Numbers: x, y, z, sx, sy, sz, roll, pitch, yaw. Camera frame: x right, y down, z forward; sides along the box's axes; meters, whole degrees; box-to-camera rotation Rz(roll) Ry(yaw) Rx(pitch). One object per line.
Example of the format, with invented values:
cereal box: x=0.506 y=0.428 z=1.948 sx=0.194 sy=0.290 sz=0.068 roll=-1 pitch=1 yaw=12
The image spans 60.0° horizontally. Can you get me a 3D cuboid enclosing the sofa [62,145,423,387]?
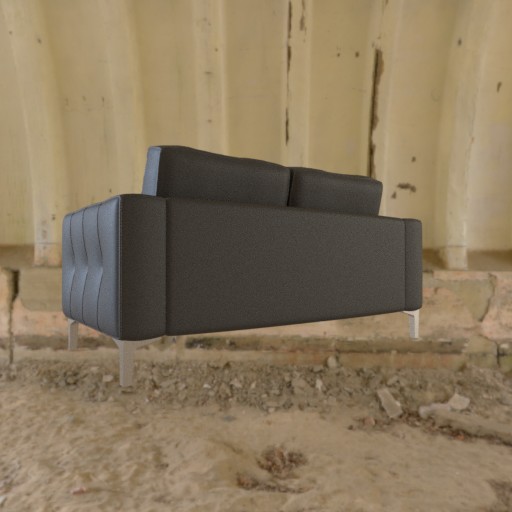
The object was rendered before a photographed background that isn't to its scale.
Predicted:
sofa: x=0.000 y=0.000 z=2.277 sx=1.726 sy=0.893 sz=0.833 roll=0 pitch=-1 yaw=-36
